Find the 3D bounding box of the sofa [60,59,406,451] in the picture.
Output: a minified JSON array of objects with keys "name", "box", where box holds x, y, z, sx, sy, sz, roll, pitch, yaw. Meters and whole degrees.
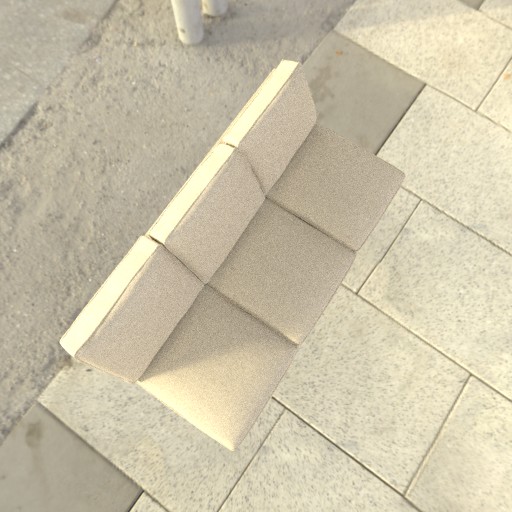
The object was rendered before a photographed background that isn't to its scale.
[{"name":"sofa","box":[0.000,0.000,2.625,1.027,0.973,1.962,32,76,9]}]
